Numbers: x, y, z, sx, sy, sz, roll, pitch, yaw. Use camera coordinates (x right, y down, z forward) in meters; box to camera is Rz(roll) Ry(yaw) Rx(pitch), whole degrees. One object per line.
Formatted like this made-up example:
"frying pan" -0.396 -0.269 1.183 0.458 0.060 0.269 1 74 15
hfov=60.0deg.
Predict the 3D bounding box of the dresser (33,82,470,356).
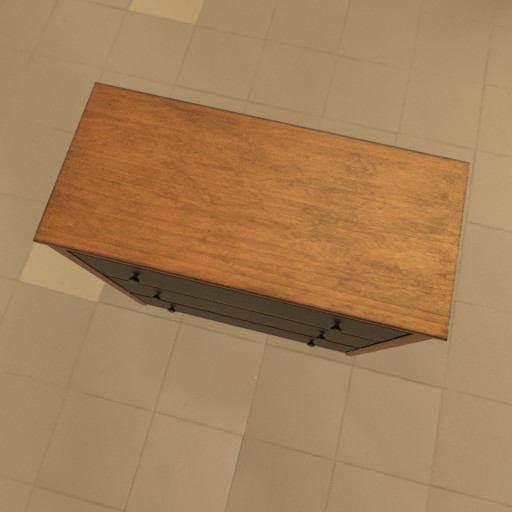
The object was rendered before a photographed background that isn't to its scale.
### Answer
"dresser" 0.000 0.000 1.945 1.250 1.224 0.591 13 75 4
